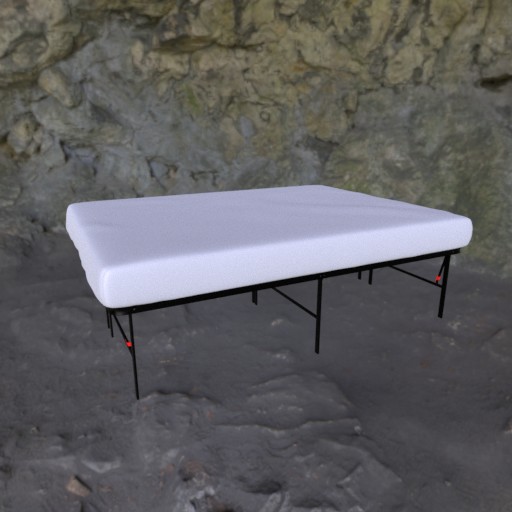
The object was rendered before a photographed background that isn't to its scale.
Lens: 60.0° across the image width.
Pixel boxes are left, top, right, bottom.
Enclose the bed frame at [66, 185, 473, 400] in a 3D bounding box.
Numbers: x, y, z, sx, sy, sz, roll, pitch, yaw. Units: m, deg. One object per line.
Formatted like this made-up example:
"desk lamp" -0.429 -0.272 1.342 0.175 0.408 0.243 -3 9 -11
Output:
"bed frame" 0.000 0.000 2.870 2.151 0.667 1.584 -8 19 -25
